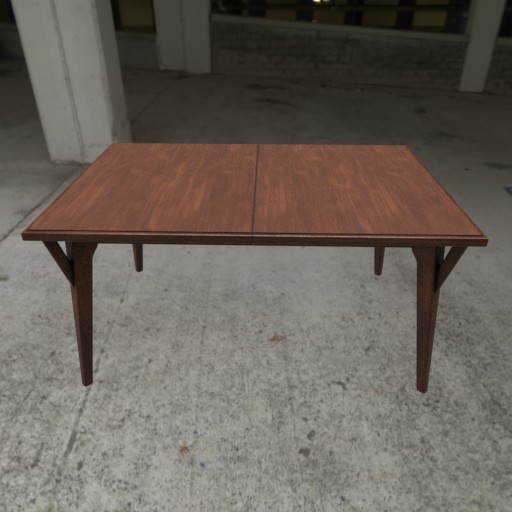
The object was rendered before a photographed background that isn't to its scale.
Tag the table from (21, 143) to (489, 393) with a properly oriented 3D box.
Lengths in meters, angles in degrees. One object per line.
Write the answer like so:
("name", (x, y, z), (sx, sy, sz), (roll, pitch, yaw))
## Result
("table", (0.000, 0.000, 2.058), (1.524, 0.761, 0.990), (1, 31, 1))
